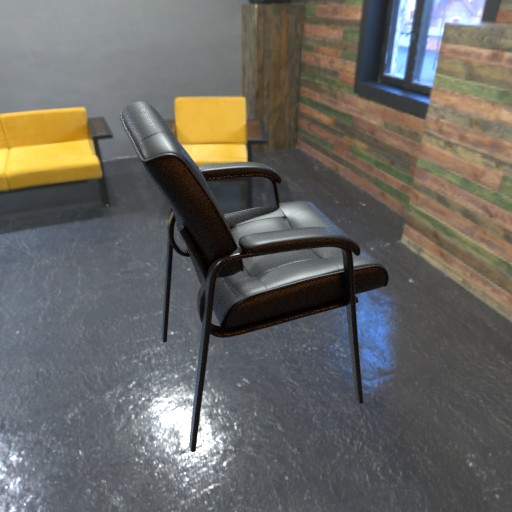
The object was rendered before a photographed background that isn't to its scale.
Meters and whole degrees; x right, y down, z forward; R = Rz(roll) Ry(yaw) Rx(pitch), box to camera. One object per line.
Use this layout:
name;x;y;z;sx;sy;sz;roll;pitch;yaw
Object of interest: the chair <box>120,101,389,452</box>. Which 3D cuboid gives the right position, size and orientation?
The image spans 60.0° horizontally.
chair;0.000;0.000;1.350;0.668;0.910;0.591;-10;32;-17
